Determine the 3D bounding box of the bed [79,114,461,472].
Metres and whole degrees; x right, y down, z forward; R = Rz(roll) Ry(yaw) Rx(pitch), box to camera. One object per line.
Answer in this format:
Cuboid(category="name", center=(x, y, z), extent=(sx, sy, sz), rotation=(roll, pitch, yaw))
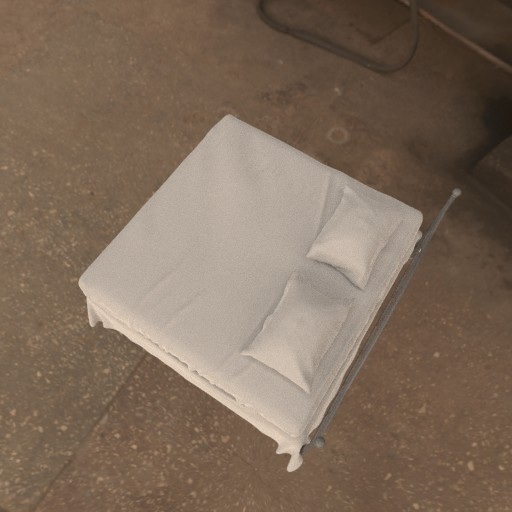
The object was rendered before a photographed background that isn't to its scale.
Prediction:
Cuboid(category="bed", center=(0.000, 0.000, 3.516), extent=(2.220, 1.080, 2.309), rotation=(31, 68, 14))
